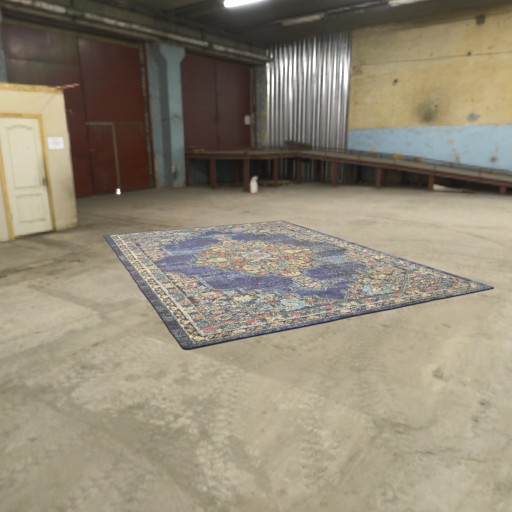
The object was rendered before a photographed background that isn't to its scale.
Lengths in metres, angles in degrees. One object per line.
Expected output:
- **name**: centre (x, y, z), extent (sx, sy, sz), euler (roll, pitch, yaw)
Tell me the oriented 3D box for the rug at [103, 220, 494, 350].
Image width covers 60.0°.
- **rug**: centre (0.000, 0.000, 2.873), extent (1.630, 0.009, 2.232), euler (-7, 16, -25)
